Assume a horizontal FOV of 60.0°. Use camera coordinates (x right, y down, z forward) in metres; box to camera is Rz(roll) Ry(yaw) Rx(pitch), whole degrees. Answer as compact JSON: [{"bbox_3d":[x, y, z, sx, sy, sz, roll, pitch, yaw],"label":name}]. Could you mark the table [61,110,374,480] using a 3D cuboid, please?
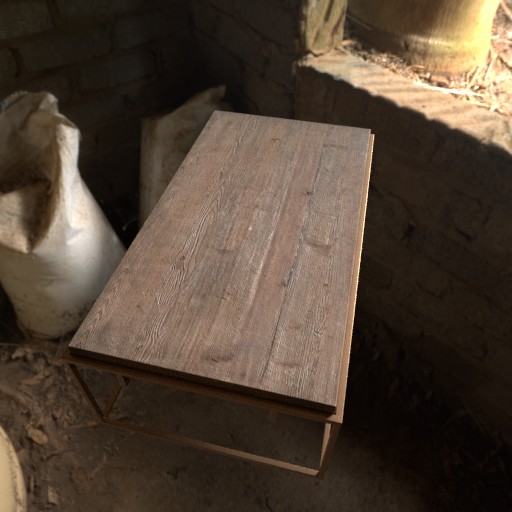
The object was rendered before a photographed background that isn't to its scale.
[{"bbox_3d":[0.000,0.000,1.768,0.775,0.468,1.387,10,47,9],"label":"table"}]
